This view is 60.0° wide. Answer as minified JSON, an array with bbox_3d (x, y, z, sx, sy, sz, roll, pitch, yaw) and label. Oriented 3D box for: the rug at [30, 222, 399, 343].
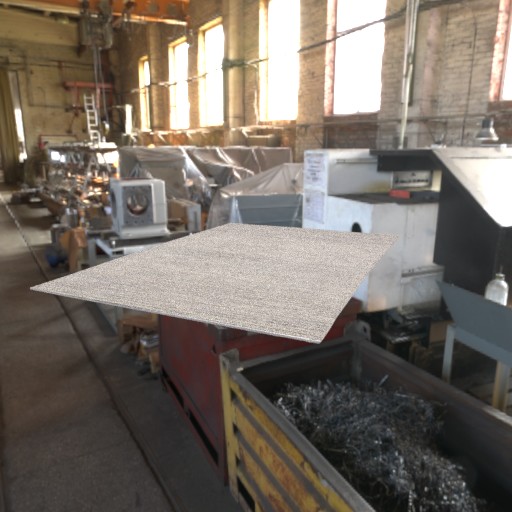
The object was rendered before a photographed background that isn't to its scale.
[{"bbox_3d":[0.000,0.000,3.046,1.604,0.030,2.307,6,15,24],"label":"rug"}]
